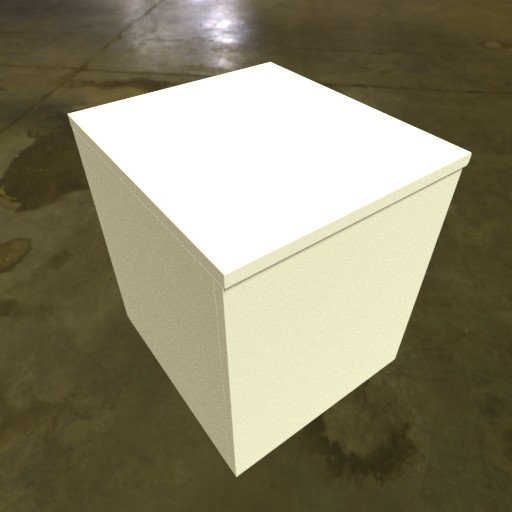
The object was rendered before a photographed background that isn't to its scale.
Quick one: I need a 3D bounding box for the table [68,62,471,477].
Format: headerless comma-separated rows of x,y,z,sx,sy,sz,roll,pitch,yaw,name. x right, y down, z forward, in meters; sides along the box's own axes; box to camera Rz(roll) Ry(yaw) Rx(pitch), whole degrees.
0.000,0.000,0.763,0.380,0.460,0.420,-26,48,-26,table
